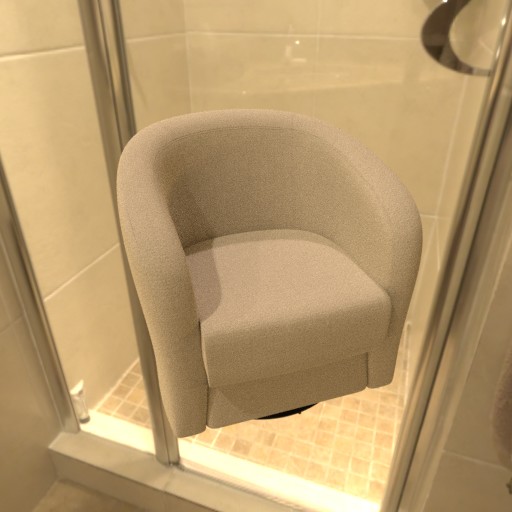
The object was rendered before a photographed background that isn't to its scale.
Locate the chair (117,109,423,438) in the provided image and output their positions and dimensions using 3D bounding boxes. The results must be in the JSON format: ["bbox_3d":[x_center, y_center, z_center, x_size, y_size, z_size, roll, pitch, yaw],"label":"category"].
[{"bbox_3d":[0.000,0.000,1.430,0.791,0.771,0.815,-9,31,-15],"label":"chair"}]
